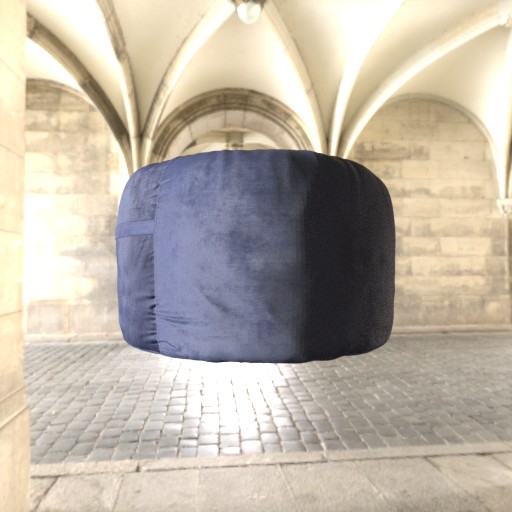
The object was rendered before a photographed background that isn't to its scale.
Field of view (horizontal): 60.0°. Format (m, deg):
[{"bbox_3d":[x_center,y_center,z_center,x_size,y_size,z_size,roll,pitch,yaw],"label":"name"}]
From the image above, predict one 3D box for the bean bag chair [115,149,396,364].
[{"bbox_3d":[0.000,0.000,2.021,1.219,0.762,1.219,0,-1,0],"label":"bean bag chair"}]
